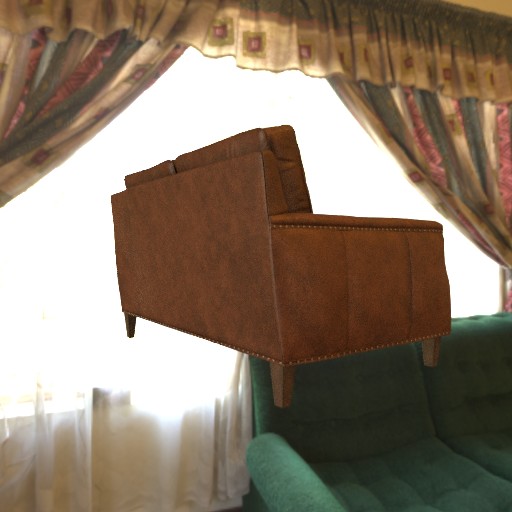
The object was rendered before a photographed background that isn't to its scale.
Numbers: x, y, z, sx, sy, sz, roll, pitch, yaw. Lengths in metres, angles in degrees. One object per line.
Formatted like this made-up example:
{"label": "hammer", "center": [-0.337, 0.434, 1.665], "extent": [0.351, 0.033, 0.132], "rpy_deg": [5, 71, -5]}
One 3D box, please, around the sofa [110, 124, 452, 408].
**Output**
{"label": "sofa", "center": [0.000, 0.000, 2.334], "extent": [1.083, 1.003, 1.628], "rpy_deg": [-1, 1, -36]}
